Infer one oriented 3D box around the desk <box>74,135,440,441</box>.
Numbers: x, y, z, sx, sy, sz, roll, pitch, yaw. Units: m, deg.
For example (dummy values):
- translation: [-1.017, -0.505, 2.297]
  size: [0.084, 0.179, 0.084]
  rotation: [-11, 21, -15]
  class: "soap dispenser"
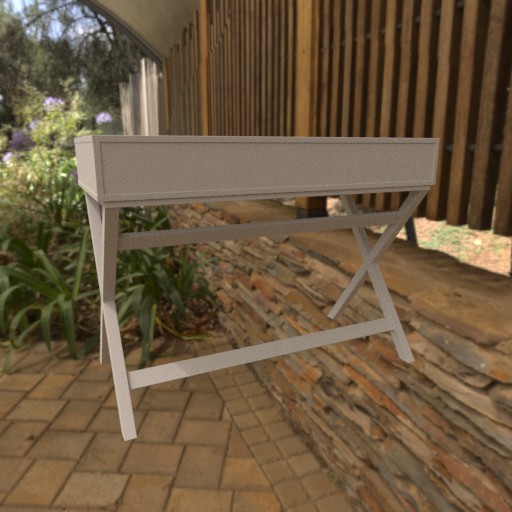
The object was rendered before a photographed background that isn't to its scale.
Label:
- translation: [0.000, 0.000, 1.522]
  size: [1.057, 0.780, 0.525]
  rotation: [-7, 15, -25]
  class: "desk"
